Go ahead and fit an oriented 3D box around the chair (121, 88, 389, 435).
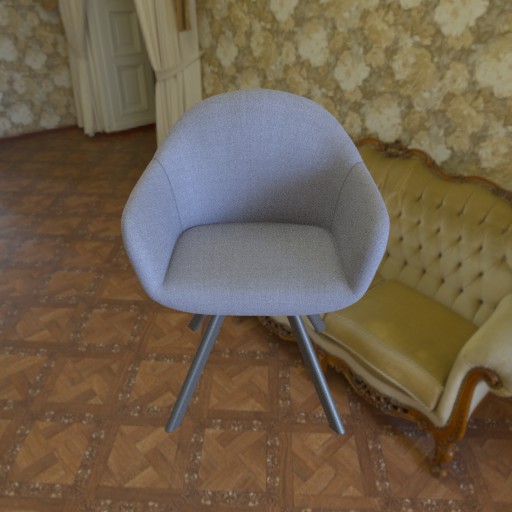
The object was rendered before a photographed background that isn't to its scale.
[{"bbox_3d":[0.000,0.000,1.229,0.590,0.795,0.550,0,31,1],"label":"chair"}]
